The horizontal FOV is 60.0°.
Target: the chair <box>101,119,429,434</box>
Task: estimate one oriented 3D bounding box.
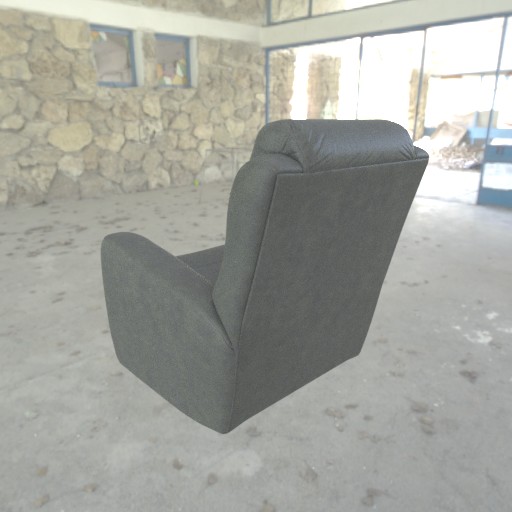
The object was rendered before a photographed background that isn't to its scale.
[{"bbox_3d":[0.000,0.000,1.892,0.967,1.116,1.068,-15,23,-41],"label":"chair"}]
